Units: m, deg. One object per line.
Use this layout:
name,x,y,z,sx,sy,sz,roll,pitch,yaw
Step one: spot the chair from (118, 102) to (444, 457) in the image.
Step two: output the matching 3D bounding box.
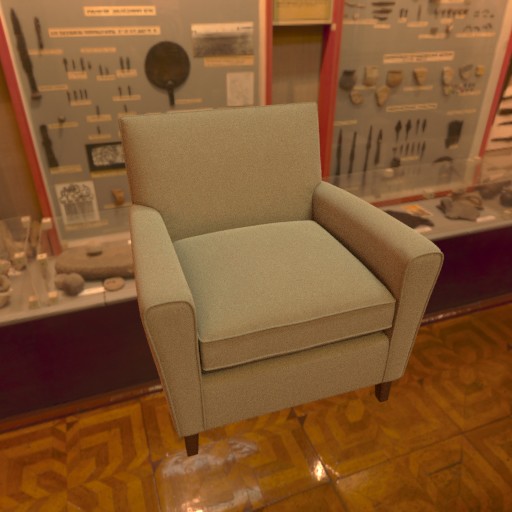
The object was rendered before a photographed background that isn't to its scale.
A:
chair,0.000,0.000,1.563,0.840,0.846,0.871,-10,32,-15
